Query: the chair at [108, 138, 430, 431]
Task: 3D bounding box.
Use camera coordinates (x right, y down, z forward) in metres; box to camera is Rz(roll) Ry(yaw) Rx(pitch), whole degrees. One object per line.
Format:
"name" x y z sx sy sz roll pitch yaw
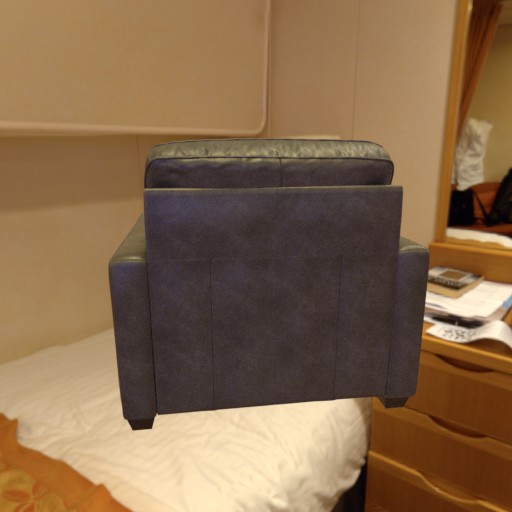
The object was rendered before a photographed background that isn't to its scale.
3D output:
"chair" 0.000 0.000 1.793 1.006 0.916 0.939 -2 15 -8
